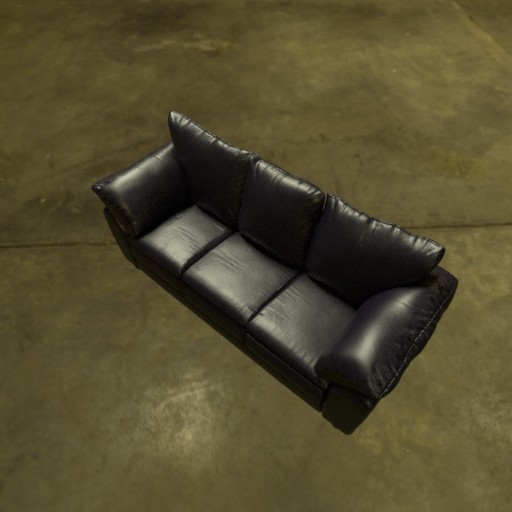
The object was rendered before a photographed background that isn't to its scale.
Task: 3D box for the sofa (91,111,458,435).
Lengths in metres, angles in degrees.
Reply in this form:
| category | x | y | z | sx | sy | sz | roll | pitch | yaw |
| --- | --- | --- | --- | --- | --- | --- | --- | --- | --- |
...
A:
| category | x | y | z | sx | sy | sz | roll | pitch | yaw |
| --- | --- | --- | --- | --- | --- | --- | --- | --- | --- |
| sofa | 0.000 | 0.000 | 2.904 | 2.336 | 1.073 | 0.880 | 33 | 54 | 28 |
